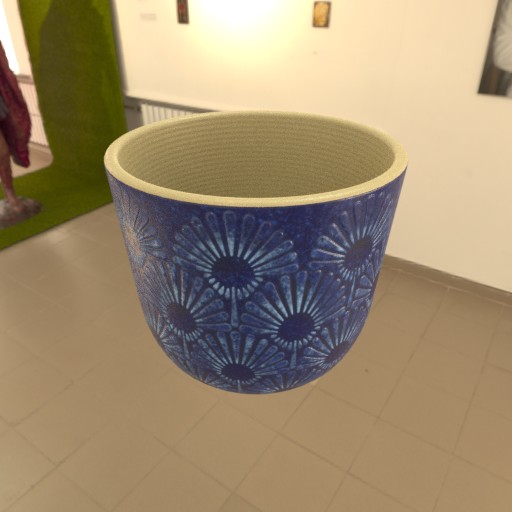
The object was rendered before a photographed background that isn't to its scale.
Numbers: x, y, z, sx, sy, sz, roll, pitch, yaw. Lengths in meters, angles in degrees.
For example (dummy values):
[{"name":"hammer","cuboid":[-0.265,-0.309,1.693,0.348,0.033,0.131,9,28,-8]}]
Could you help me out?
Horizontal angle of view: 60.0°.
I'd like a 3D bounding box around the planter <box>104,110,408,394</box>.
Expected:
[{"name":"planter","cuboid":[0.000,0.000,0.295,0.170,0.153,0.170,0,31,0]}]
